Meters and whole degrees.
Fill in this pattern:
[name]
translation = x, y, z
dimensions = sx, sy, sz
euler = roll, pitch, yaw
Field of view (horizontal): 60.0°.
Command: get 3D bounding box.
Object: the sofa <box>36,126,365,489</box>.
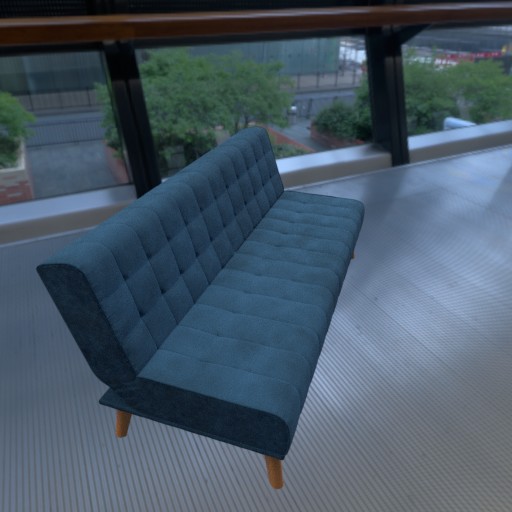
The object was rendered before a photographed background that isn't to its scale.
[sofa]
translation = 0.000, 0.000, 2.198
dimensions = 0.855, 0.813, 1.804
euler = 10, 31, 17
